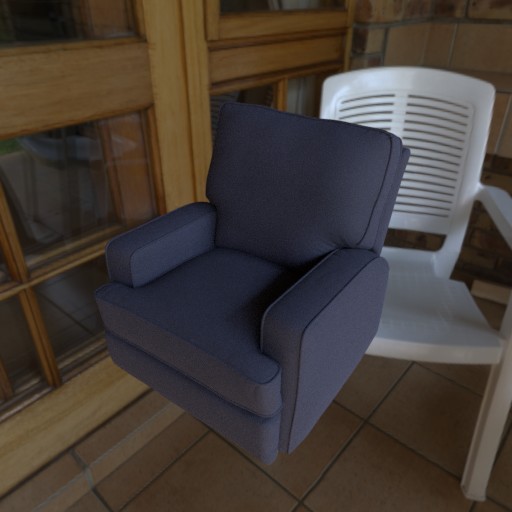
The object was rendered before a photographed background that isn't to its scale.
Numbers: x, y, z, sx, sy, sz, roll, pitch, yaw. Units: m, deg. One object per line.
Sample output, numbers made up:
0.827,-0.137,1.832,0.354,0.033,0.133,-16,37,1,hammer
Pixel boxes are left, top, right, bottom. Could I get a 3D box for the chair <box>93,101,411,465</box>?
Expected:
0.000,0.000,1.679,0.861,0.962,0.964,20,37,30,chair
